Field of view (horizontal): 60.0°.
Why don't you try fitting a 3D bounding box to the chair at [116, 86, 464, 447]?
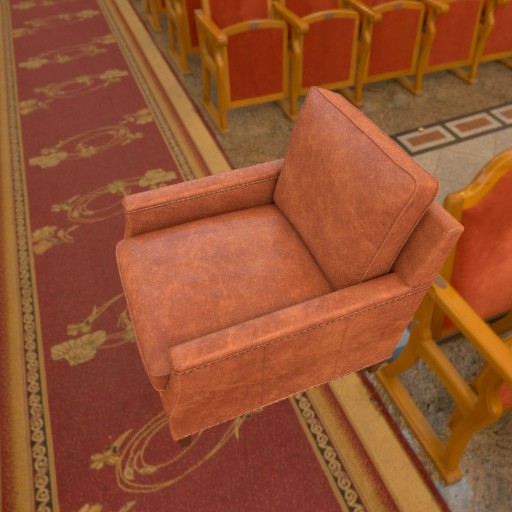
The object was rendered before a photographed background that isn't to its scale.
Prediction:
[{"bbox_3d":[0.000,0.000,1.693,1.014,0.943,0.853,-16,48,-15],"label":"chair"}]
